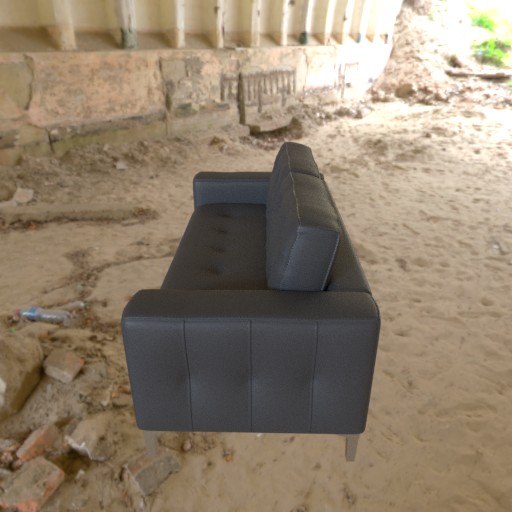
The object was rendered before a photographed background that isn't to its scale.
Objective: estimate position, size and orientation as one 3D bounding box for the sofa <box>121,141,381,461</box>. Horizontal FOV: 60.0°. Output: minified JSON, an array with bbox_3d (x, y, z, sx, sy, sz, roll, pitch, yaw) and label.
[{"bbox_3d":[0.000,0.000,2.199,0.833,0.893,1.726,1,26,1],"label":"sofa"}]
